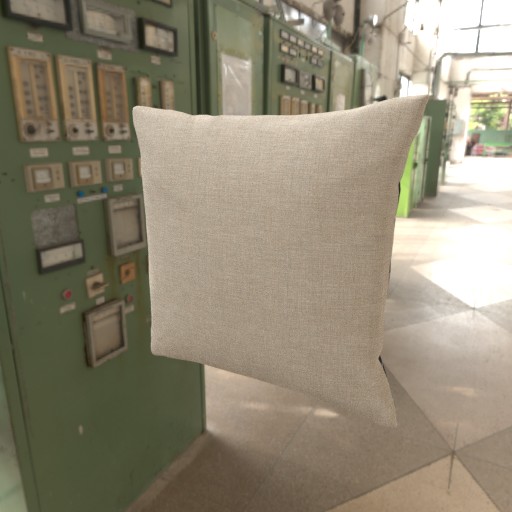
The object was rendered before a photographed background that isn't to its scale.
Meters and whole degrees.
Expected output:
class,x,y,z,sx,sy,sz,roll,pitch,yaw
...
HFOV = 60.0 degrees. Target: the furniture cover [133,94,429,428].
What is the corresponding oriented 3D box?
class,x,y,z,sx,sy,sz,roll,pitch,yaw
furniture cover,0.000,0.000,0.765,0.517,0.508,0.158,8,18,28
